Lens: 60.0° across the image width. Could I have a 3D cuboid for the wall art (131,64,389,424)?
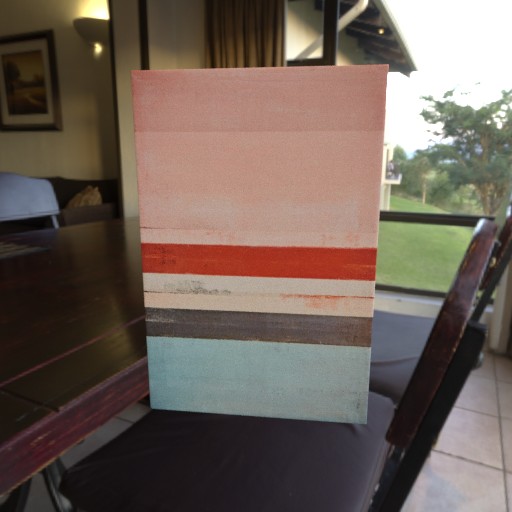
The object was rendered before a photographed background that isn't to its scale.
[{"bbox_3d":[0.000,0.000,1.159,0.610,0.914,0.038,2,13,7],"label":"wall art"}]
